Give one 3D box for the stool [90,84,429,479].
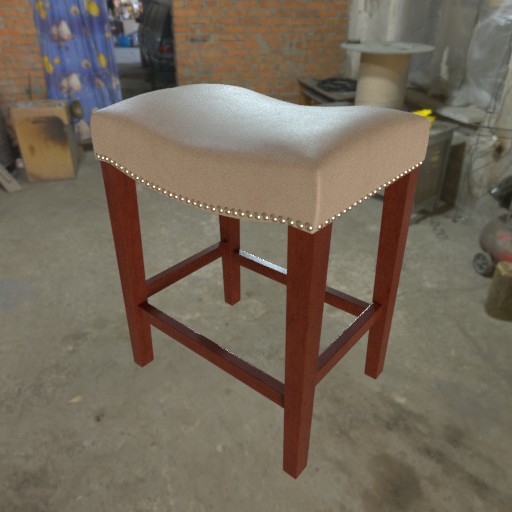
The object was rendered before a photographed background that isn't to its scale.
[{"bbox_3d":[0.000,0.000,0.936,0.509,0.632,0.375,22,37,33],"label":"stool"}]
